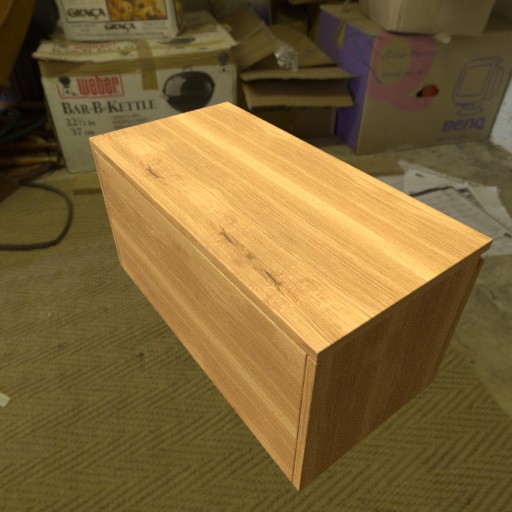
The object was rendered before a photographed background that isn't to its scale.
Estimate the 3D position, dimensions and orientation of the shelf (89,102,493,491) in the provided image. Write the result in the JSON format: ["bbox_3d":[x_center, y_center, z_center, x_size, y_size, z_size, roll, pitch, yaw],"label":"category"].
[{"bbox_3d":[0.000,0.000,1.026,0.400,0.400,0.800,-25,45,-28],"label":"shelf"}]
